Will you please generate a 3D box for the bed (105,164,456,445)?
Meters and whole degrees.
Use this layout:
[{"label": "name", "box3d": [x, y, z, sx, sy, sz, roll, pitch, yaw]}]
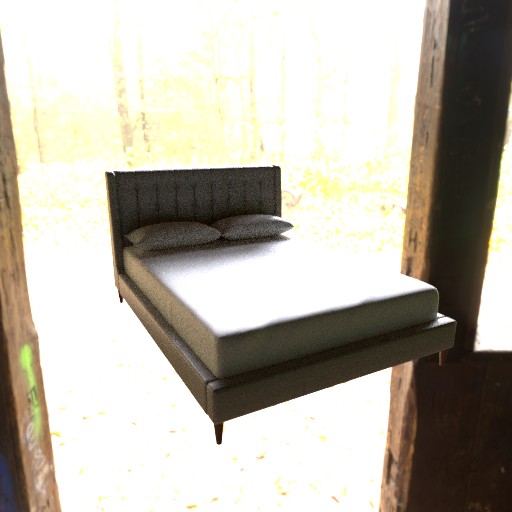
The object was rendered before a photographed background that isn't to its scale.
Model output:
[{"label": "bed", "box3d": [0.000, 0.000, 3.248, 1.656, 1.147, 2.232, -8, 17, -27]}]
